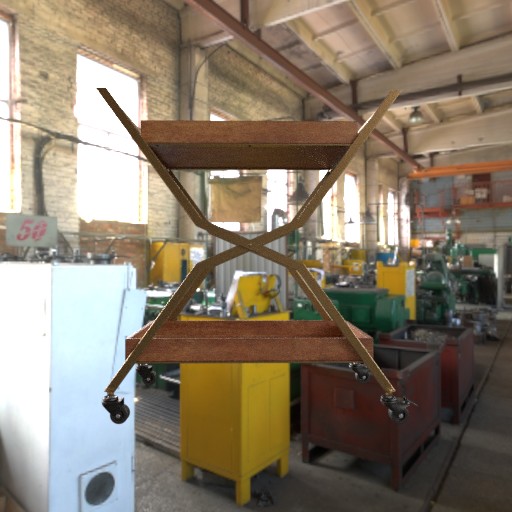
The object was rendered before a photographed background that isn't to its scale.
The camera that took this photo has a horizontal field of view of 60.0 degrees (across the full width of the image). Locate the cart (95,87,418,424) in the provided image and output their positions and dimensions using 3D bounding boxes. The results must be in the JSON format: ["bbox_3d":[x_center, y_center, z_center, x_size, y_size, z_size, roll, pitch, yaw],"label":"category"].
[{"bbox_3d":[0.000,0.000,1.335,0.836,0.869,0.405,0,0,-1],"label":"cart"}]
